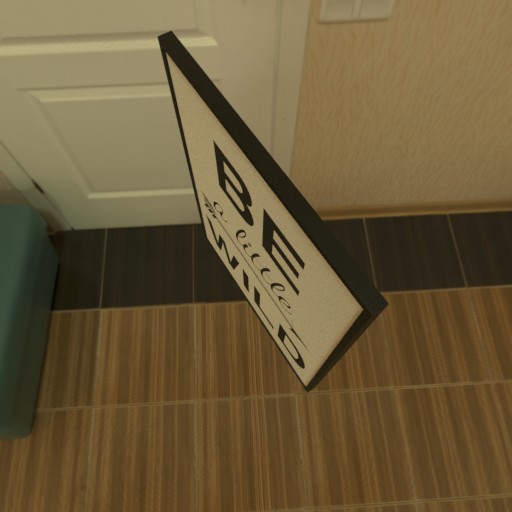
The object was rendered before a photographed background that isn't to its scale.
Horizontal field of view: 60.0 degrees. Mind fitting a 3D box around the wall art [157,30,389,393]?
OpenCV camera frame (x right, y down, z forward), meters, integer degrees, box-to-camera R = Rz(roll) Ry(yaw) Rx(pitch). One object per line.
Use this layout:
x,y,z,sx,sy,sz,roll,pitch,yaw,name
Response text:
0.000,0.000,1.395,0.038,1.062,0.806,-30,69,-13,wall art
